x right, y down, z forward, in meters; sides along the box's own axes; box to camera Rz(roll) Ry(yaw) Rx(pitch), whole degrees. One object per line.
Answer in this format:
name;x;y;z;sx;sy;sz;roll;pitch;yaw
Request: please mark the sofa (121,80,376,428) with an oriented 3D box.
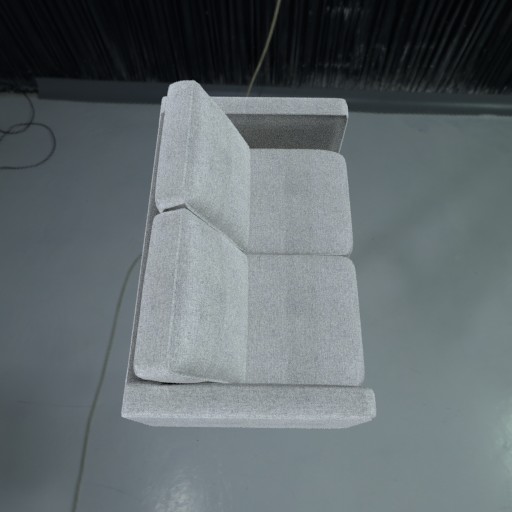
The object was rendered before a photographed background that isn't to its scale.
sofa;0.000;0.000;2.151;0.969;0.973;1.527;1;66;0
